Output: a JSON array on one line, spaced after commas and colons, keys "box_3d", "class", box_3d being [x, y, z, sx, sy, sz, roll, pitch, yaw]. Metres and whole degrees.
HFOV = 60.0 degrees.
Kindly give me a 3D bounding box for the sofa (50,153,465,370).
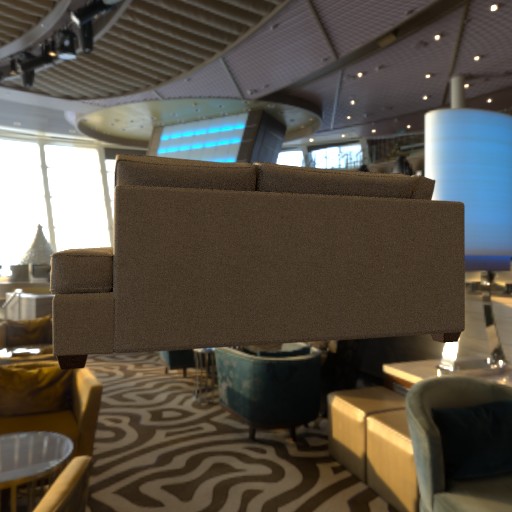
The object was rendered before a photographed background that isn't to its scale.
[{"box_3d": [0.000, 0.000, 2.765, 2.238, 1.019, 1.110, 0, 0, -18], "class": "sofa"}]
